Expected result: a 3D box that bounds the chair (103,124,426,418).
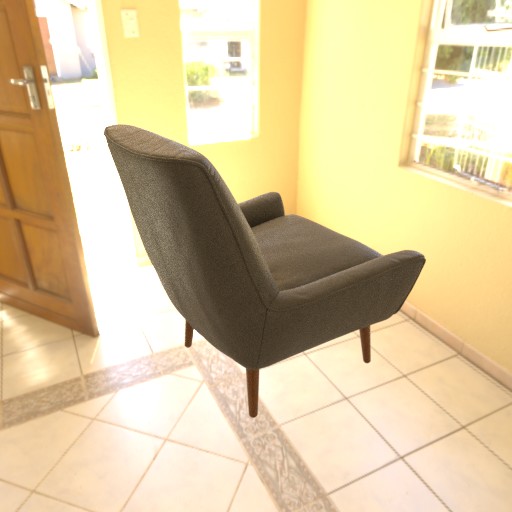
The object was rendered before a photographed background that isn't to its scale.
[{"bbox_3d":[0.000,0.000,1.499,0.822,0.888,0.787,-18,32,-32],"label":"chair"}]
